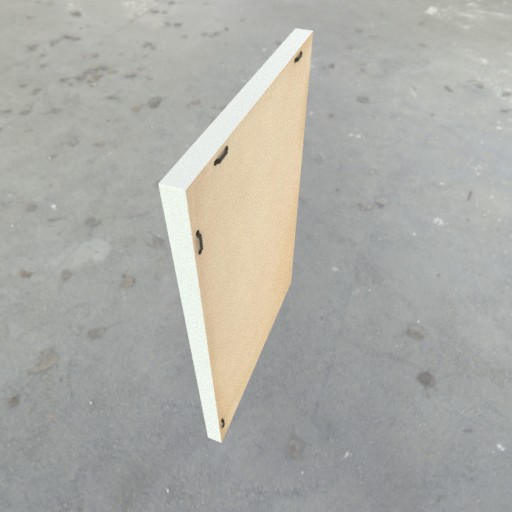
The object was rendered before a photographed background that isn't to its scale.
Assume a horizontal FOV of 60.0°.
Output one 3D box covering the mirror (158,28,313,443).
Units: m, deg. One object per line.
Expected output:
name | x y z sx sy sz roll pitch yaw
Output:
mirror | 0.000 0.000 0.908 0.039 0.710 0.507 16 48 14
